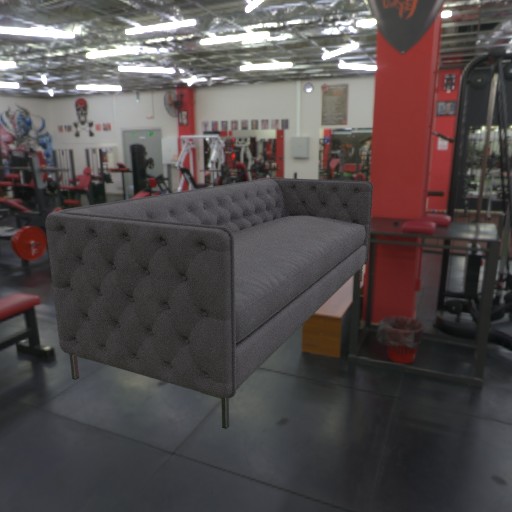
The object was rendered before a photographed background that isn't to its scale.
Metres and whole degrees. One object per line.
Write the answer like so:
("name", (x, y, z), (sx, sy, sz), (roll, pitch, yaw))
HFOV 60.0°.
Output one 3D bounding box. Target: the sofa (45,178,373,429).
("sofa", (0.000, 0.000, 2.654), (0.895, 0.771, 2.209), (7, 16, 26))
